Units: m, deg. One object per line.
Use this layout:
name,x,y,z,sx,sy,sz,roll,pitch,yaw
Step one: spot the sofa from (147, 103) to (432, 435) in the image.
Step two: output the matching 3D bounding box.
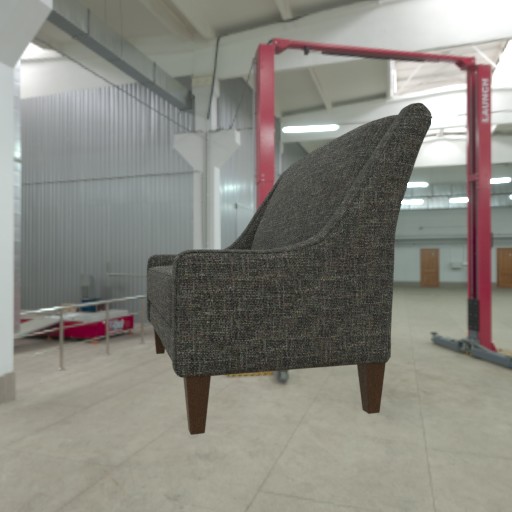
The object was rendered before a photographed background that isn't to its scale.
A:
sofa,0.000,0.000,1.921,0.870,1.021,1.242,0,-1,-17
